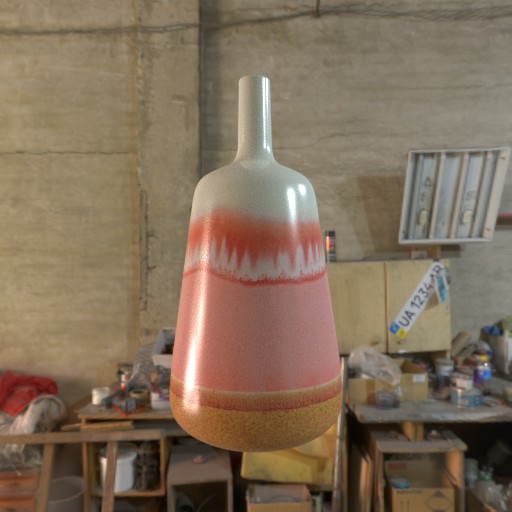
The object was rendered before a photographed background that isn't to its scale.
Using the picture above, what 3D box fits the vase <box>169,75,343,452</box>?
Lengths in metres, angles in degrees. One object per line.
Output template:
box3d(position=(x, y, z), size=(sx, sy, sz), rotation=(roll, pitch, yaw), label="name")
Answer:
box3d(position=(0.000, 0.000, 0.376), size=(0.144, 0.296, 0.144), rotation=(0, 0, 0), label="vase")
